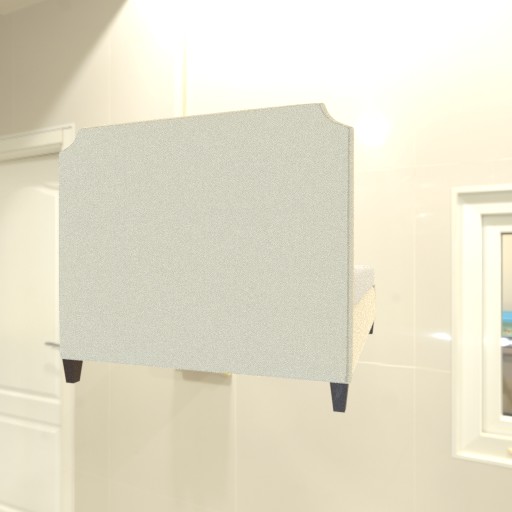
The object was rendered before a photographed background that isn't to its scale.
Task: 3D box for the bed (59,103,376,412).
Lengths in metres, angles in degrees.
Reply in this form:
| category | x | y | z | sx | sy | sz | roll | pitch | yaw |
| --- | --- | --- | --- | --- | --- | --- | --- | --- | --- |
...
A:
| category | x | y | z | sx | sy | sz | roll | pitch | yaw |
| --- | --- | --- | --- | --- | --- | --- | --- | --- | --- |
| bed | 0.000 | 0.000 | 3.441 | 1.712 | 1.497 | 2.372 | 0 | 0 | 18 |
